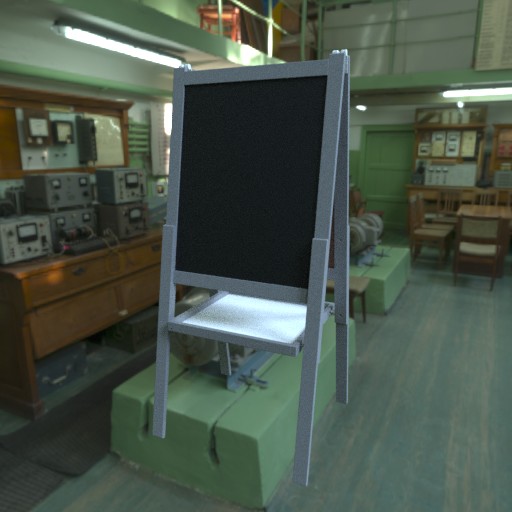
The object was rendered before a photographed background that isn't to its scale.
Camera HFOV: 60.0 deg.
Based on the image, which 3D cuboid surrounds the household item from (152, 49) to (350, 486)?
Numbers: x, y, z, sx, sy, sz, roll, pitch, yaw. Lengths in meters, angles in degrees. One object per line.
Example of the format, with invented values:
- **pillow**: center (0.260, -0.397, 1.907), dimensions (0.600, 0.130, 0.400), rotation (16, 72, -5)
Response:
- **household item**: center (0.000, 0.000, 1.413), dimensions (0.531, 1.172, 0.469), rotation (6, 15, 25)
